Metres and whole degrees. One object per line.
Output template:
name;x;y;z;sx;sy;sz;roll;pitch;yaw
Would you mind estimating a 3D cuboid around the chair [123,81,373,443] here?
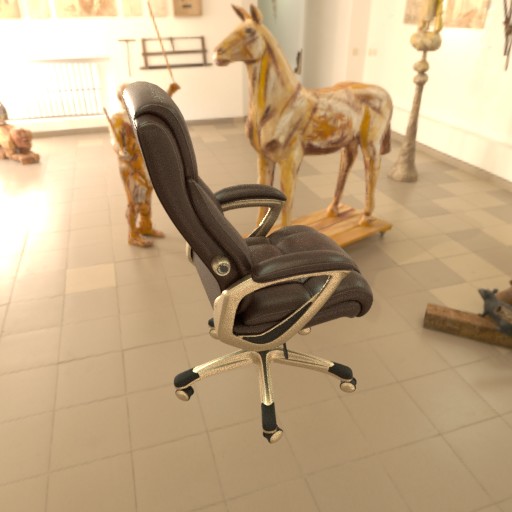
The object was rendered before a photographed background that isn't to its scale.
chair;0.000;0.000;1.605;0.749;1.194;0.692;-9;31;-16
